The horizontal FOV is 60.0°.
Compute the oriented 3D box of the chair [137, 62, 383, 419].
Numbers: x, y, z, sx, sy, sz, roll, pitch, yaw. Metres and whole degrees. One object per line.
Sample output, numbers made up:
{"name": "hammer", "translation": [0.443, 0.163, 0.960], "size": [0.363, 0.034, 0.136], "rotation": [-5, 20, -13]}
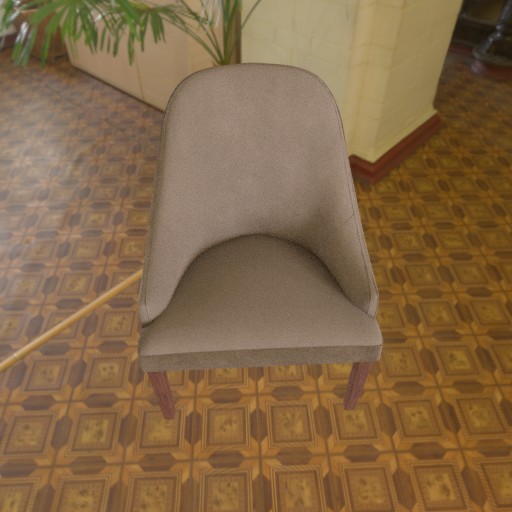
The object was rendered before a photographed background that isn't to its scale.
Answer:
{"name": "chair", "translation": [0.000, 0.000, 1.280], "size": [0.643, 0.889, 0.575], "rotation": [-2, 45, -2]}
